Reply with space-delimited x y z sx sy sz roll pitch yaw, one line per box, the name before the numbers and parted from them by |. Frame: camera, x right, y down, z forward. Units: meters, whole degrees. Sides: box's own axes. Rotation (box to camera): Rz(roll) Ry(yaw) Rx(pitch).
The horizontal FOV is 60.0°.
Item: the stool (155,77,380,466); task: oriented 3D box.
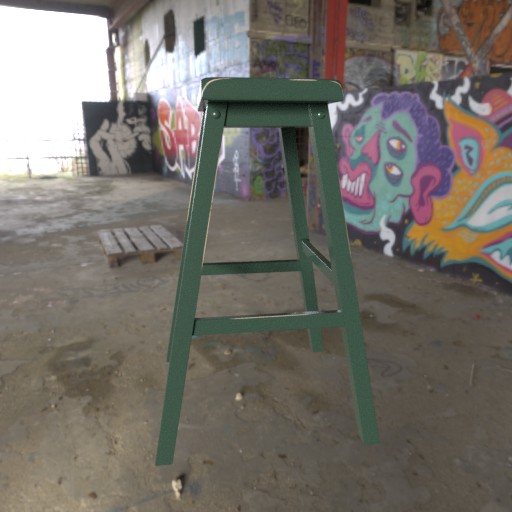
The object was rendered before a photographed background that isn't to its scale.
stool | 0.000 0.000 1.045 0.476 0.737 0.457 -2 16 -8
